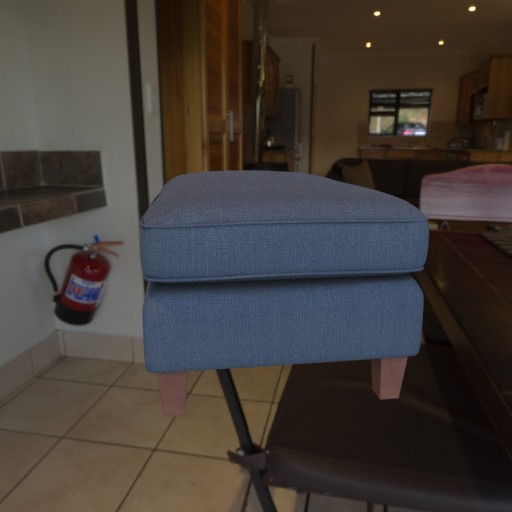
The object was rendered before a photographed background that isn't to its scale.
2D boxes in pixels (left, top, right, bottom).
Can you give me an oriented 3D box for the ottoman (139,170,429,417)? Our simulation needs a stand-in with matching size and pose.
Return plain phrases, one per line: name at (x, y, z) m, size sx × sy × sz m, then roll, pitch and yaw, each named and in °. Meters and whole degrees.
ottoman at (0.000, 0.000, 1.234) m, size 0.570 × 0.438 × 0.885 m, roll -2°, pitch 14°, yaw -8°
